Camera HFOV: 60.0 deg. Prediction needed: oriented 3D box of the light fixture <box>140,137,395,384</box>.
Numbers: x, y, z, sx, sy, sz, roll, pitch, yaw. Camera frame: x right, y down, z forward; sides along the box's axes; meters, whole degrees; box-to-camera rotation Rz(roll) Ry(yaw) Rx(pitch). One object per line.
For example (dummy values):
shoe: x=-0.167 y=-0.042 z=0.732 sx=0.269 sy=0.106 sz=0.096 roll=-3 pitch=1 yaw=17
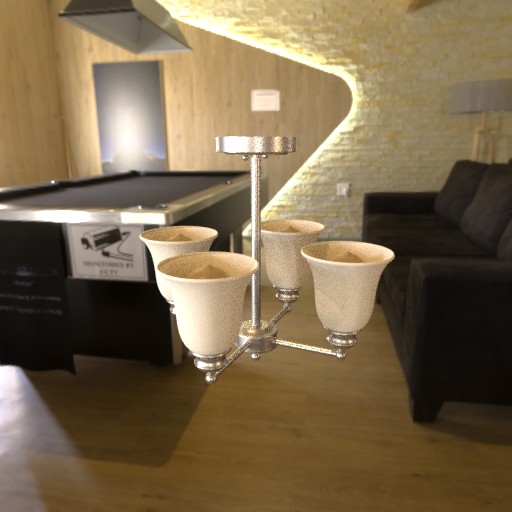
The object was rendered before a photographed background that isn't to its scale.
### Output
light fixture: x=0.000 y=0.000 z=0.714 sx=0.427 sy=0.370 sz=0.427 roll=7 pitch=16 yaw=24
